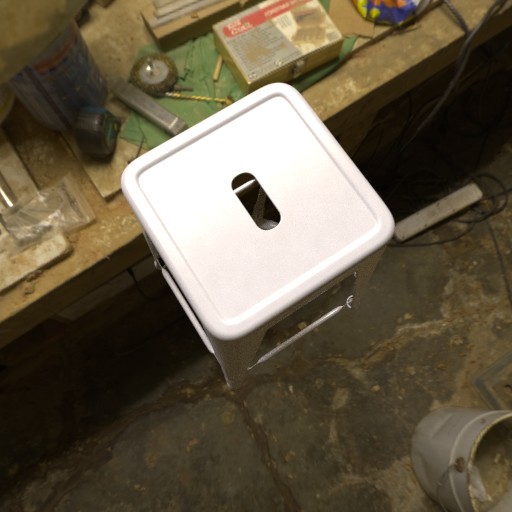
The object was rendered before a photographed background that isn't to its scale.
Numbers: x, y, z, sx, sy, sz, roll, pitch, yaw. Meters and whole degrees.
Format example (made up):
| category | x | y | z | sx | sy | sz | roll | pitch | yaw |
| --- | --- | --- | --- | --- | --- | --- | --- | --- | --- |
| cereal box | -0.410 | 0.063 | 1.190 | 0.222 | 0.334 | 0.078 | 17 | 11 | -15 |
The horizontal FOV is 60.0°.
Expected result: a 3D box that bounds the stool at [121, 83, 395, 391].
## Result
| category | x | y | z | sx | sy | sz | roll | pitch | yaw |
| --- | --- | --- | --- | --- | --- | --- | --- | --- | --- |
| stool | 0.000 | 0.000 | 0.897 | 0.406 | 0.610 | 0.406 | -32 | 78 | -8 |
